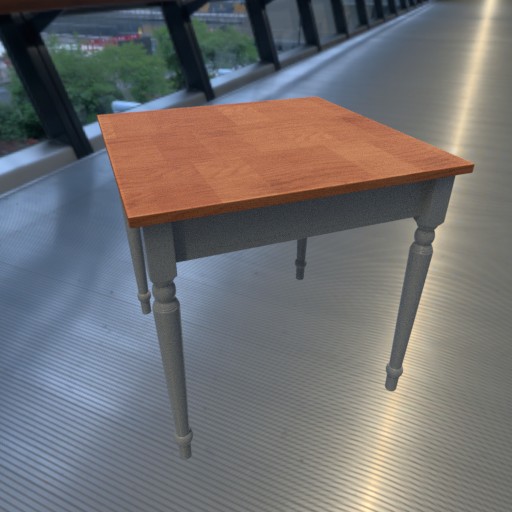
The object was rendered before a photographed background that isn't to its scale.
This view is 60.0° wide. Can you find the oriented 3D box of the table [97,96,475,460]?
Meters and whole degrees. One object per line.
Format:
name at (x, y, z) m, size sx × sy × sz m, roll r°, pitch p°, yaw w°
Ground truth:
table at (0.000, 0.000, 1.350) m, size 0.747 × 0.738 × 0.747 m, roll -11°, pitch 33°, yaw -18°
